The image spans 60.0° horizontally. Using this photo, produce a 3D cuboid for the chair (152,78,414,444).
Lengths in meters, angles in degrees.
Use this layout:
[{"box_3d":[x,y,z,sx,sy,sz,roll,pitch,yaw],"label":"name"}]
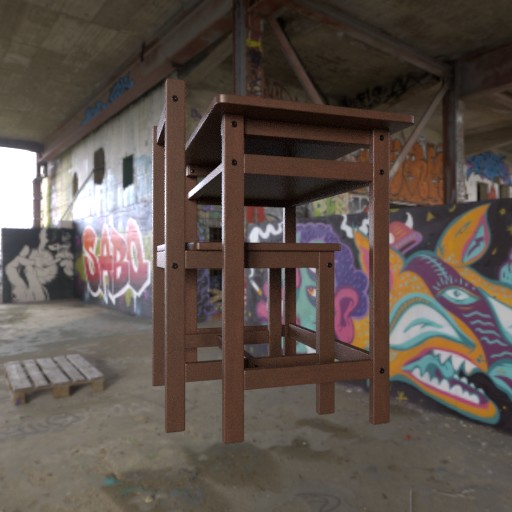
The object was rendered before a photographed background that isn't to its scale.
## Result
[{"box_3d":[0.000,0.000,1.067,0.463,0.673,0.599,0,0,-17],"label":"chair"}]
